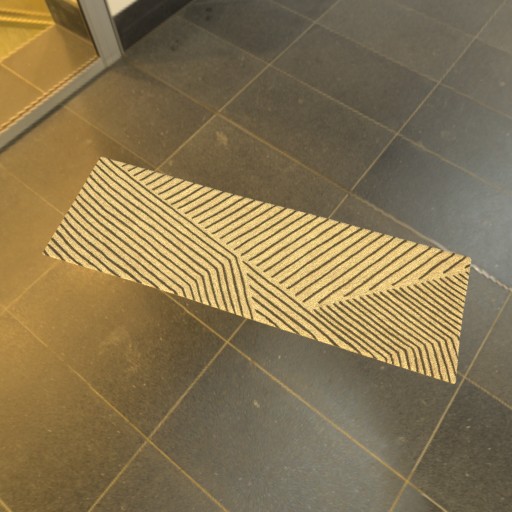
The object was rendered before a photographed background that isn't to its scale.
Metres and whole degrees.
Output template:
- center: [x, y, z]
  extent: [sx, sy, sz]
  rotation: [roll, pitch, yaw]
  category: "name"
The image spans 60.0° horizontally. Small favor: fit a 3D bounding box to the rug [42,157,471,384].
- center: [0.000, 0.000, 2.638]
  extent: [2.439, 0.020, 0.773]
  rotation: [16, 65, 8]
  category: "rug"
